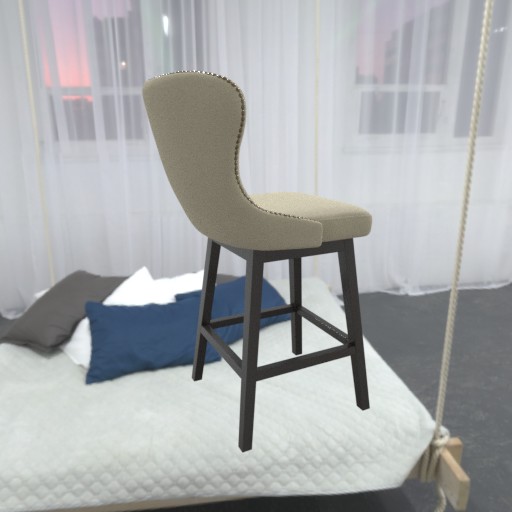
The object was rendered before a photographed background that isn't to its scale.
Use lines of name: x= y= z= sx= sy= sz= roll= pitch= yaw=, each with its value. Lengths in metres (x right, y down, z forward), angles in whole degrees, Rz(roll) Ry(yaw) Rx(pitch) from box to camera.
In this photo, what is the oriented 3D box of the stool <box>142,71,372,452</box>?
stool: x=0.000 y=0.000 z=1.324 sx=0.593 sy=0.971 sz=0.528 roll=-8 pitch=18 yaw=-26
